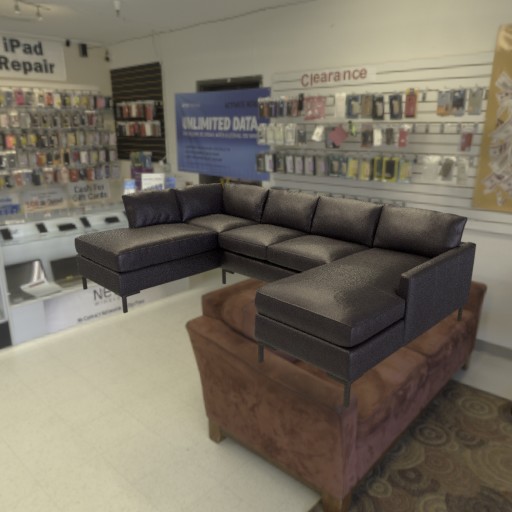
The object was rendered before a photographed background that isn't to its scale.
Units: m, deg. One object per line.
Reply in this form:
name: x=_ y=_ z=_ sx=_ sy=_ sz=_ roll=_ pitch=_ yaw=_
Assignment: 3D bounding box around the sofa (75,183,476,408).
sofa: x=0.000 y=0.000 z=3.836 sx=1.939 sy=0.900 sz=2.956 roll=-16 pitch=23 yaw=-43
